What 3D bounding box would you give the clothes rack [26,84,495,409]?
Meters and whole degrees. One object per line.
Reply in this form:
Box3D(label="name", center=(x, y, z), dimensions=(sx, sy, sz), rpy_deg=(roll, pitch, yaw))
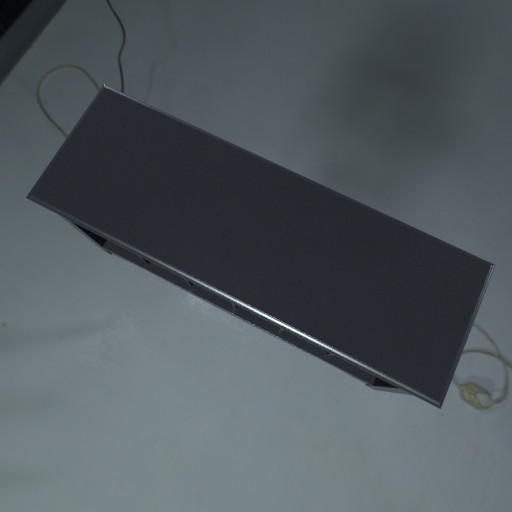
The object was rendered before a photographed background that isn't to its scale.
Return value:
Box3D(label="clothes rack", center=(0.000, 0.000, 1.456), dimensions=(1.219, 0.556, 0.406), rpy_deg=(26, 77, 7))
